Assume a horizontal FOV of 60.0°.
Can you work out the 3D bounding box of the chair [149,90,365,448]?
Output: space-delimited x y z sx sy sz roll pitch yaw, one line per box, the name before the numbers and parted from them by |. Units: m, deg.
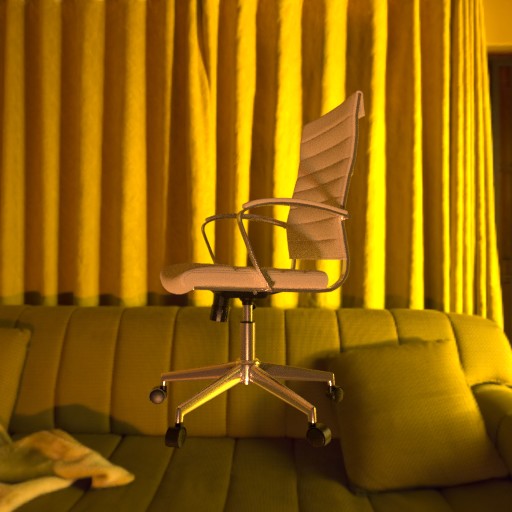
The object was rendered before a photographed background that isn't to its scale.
chair | 0.000 0.000 1.643 0.739 1.149 0.766 0 0 -19
